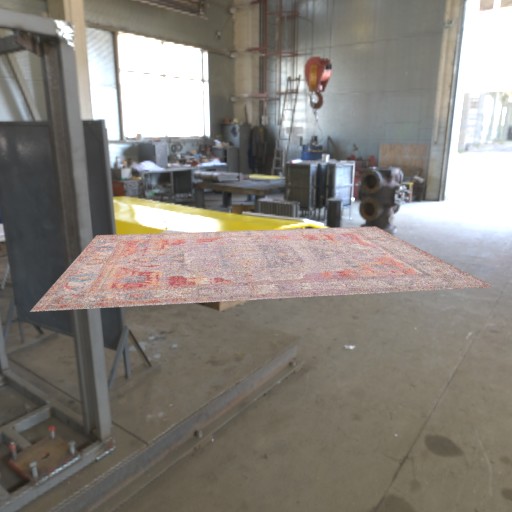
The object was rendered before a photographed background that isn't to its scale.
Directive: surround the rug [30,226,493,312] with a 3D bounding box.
[{"bbox_3d":[0.000,0.000,2.307,1.829,0.005,1.219,-2,16,-8],"label":"rug"}]
